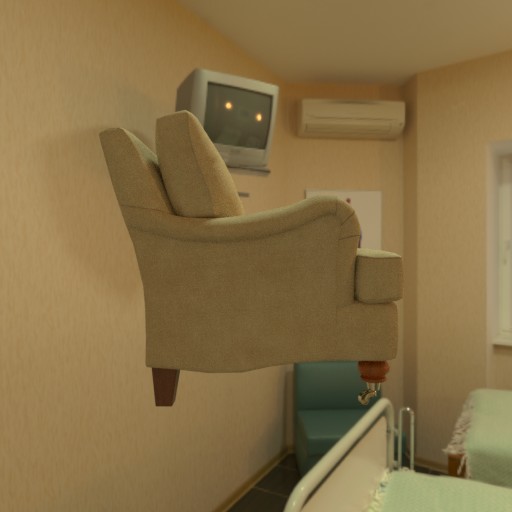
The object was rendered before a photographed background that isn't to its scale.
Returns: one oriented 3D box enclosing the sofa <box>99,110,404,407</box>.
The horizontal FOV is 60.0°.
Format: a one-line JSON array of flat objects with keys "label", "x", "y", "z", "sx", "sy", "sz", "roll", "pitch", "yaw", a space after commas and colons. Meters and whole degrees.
[{"label": "sofa", "x": 0.000, "y": 0.000, "z": 2.253, "sx": 1.086, "sy": 1.087, "sz": 1.498, "roll": 0, "pitch": 0, "yaw": 1}]
